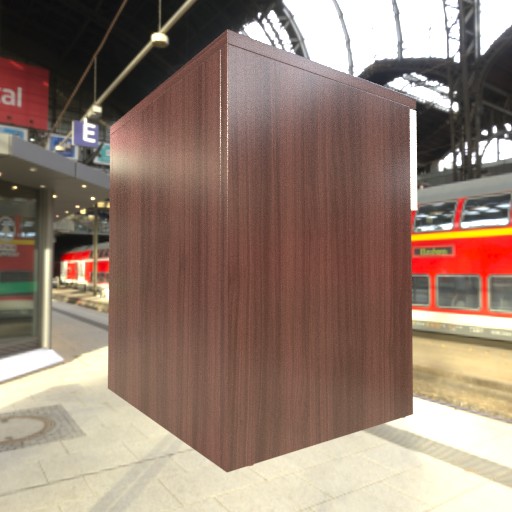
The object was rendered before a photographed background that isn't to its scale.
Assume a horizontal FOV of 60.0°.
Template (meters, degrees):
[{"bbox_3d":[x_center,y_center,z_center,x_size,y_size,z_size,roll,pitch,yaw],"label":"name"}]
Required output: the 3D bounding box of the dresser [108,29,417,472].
[{"bbox_3d":[0.000,0.000,0.734,0.360,0.470,0.400,1,-2,-36],"label":"dresser"}]
